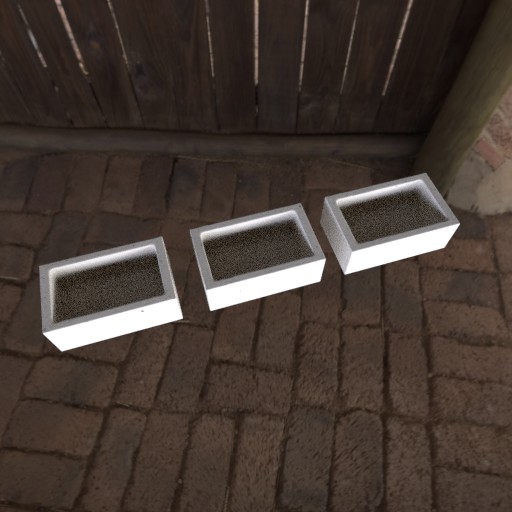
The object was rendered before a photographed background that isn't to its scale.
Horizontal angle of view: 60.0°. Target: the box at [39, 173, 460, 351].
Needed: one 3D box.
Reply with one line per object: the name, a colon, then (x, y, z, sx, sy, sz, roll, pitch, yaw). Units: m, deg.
box: (0.000, 0.000, 0.511, 0.461, 0.051, 0.082, -14, 59, -9)
